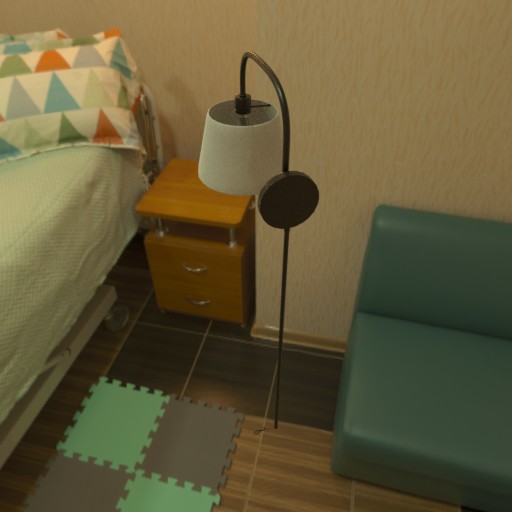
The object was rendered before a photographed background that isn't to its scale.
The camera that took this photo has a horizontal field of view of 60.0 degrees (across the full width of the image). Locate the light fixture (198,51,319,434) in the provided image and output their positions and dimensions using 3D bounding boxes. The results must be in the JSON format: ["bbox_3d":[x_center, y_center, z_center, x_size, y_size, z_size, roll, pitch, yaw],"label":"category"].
[{"bbox_3d":[0.000,0.000,0.464,0.092,0.399,0.176,-11,41,-12],"label":"light fixture"}]
